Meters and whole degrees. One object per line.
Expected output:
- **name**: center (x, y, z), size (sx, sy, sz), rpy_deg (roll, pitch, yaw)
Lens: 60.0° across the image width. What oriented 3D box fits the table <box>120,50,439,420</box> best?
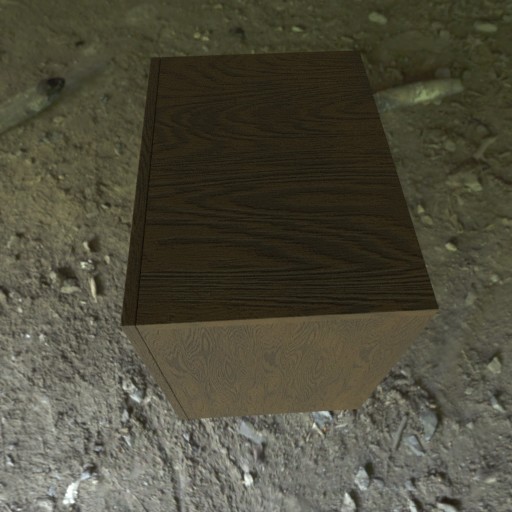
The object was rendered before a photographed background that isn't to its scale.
- **table**: center (0.000, 0.000, 0.957), size (0.439, 0.585, 0.560), rpy_deg (-3, 58, -2)
